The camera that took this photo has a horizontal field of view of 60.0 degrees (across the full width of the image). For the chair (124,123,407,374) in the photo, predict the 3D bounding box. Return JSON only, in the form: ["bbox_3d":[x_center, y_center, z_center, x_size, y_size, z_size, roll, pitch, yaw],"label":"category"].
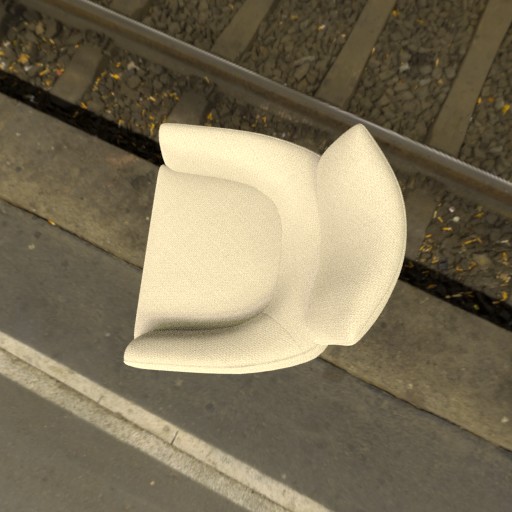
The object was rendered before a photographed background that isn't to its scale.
[{"bbox_3d":[0.000,0.000,1.436,0.730,0.810,0.760,5,76,1],"label":"chair"}]
